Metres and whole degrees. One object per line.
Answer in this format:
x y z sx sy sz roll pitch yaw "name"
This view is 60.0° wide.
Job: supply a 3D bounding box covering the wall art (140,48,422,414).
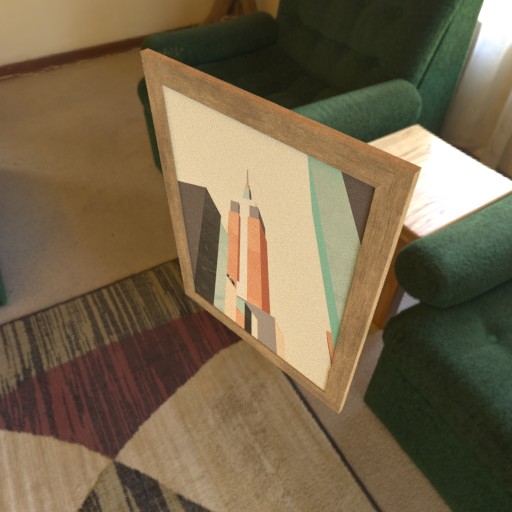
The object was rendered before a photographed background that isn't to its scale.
0.000 0.000 0.912 0.534 0.686 0.018 33 55 27 "wall art"
